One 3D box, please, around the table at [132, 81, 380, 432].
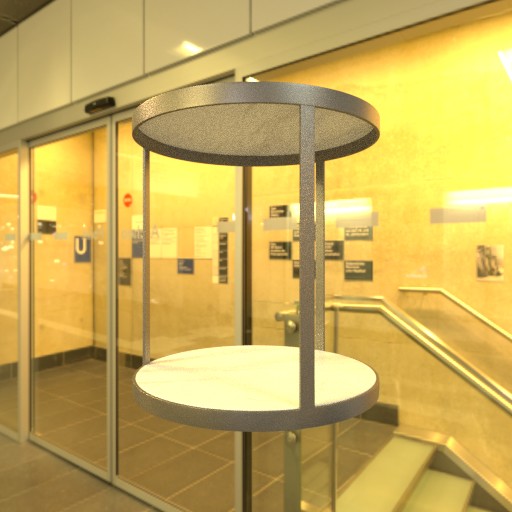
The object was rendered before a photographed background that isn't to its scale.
[{"bbox_3d":[0.000,0.000,0.827,0.445,0.479,0.445,0,0,0],"label":"table"}]
